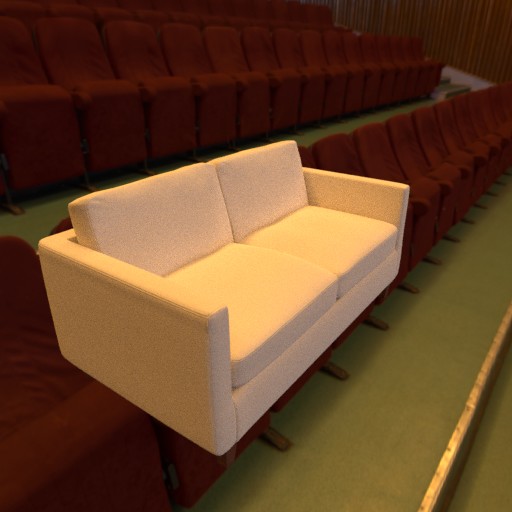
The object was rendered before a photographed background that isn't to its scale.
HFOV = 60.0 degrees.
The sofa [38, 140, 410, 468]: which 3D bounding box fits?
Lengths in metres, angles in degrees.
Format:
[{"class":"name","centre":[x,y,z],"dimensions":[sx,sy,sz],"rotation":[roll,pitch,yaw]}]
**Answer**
[{"class":"sofa","centre":[0.000,0.000,2.210],"dimensions":[0.964,0.888,1.702],"rotation":[17,30,33]}]
